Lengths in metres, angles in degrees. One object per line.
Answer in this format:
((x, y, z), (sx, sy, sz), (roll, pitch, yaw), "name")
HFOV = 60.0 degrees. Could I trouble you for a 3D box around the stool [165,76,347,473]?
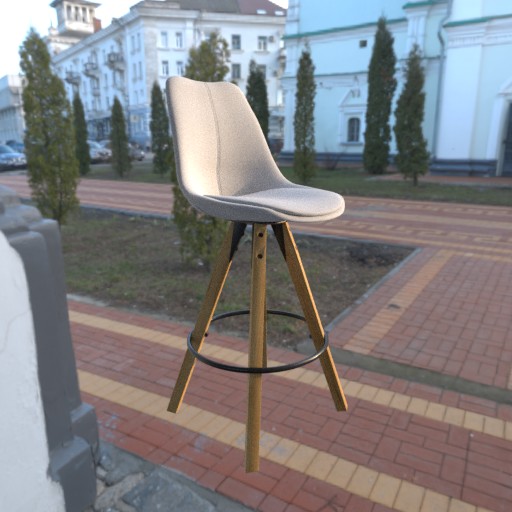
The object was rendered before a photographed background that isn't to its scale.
((0.000, 0.000, 1.426), (0.484, 1.115, 0.550), (-13, 19, -42), "stool")
